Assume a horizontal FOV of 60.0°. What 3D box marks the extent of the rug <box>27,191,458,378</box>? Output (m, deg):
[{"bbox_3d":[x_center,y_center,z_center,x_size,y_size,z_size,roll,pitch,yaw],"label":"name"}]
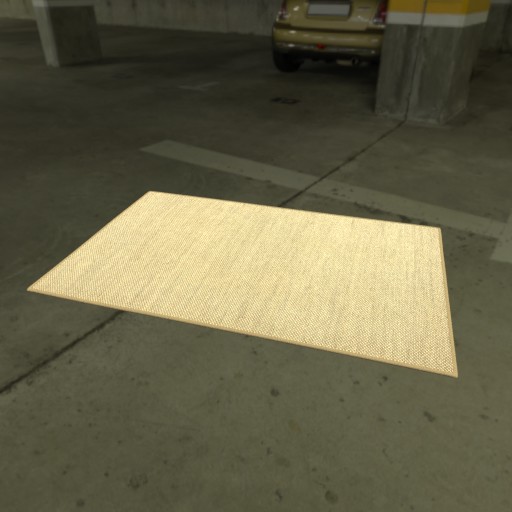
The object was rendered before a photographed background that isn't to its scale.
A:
[{"bbox_3d":[0.000,0.000,2.053,1.667,0.013,1.062,9,33,14],"label":"rug"}]
